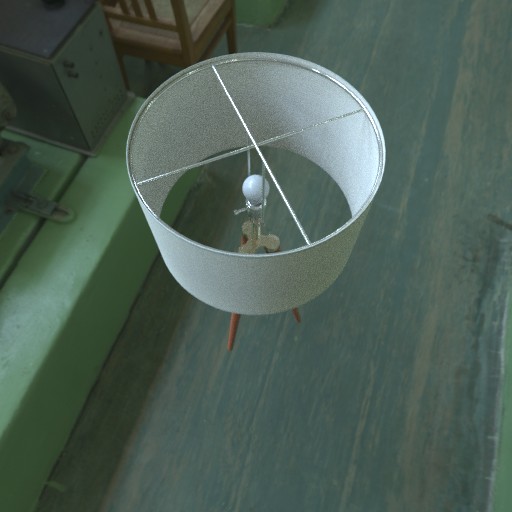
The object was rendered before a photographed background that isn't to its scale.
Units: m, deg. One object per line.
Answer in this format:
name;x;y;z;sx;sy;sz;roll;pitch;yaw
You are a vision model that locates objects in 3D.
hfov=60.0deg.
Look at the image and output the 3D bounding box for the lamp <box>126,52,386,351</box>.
lamp;0.000;0.000;0.927;0.354;0.709;0.355;16;65;8
